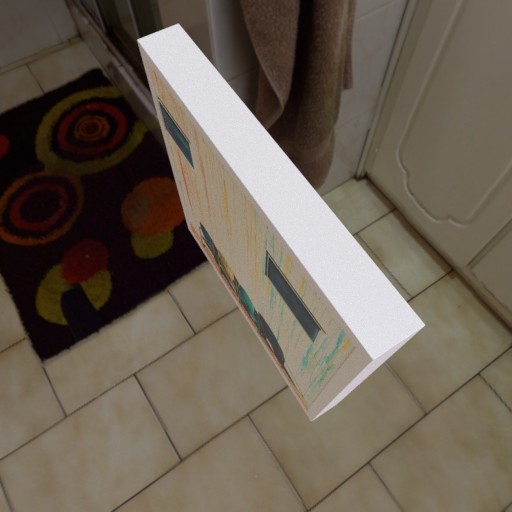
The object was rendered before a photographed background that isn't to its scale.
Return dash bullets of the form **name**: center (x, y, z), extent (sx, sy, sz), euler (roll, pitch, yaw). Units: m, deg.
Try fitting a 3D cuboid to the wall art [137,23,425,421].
- **wall art**: center (0.000, 0.000, 0.441), extent (0.038, 0.305, 0.305), euler (-29, 67, -14)
